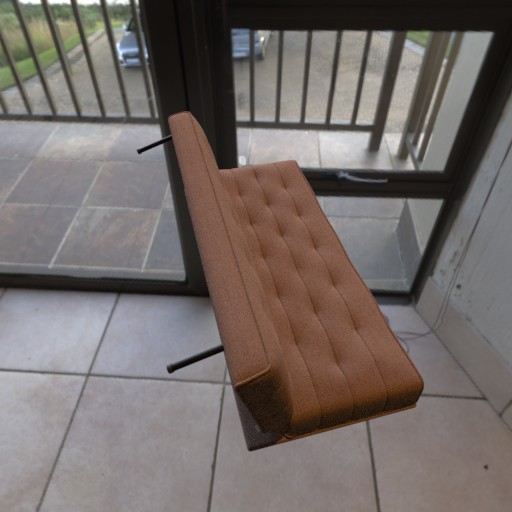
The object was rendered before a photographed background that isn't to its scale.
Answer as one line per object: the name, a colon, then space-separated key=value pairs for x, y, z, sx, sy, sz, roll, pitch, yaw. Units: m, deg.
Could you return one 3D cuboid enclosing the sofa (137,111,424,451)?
sofa: x=0.000 y=0.000 z=2.360 sx=1.038 sy=0.810 sz=1.820 roll=-11 pitch=47 yaw=-10
